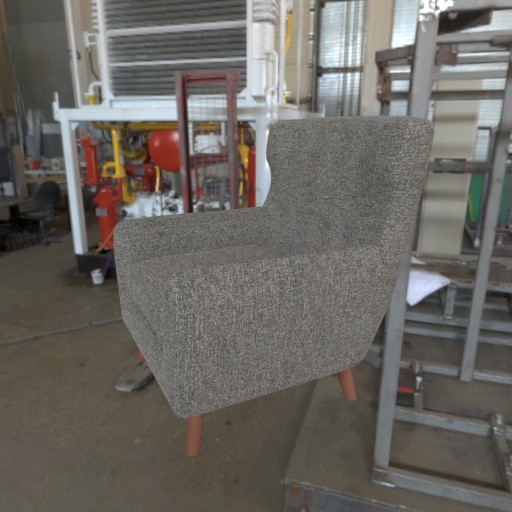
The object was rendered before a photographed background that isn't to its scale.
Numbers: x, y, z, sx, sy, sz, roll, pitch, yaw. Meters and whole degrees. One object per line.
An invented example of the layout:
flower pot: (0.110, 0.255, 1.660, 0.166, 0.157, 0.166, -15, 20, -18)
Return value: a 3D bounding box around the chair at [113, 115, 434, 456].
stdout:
chair: (0.000, 0.000, 1.715, 0.940, 1.039, 0.889, -8, 18, -26)
